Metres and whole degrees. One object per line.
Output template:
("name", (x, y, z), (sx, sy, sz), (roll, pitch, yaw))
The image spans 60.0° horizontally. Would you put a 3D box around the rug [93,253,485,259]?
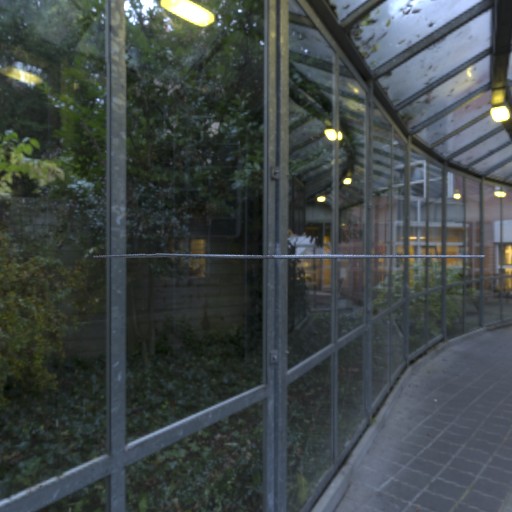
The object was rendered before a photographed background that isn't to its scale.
("rug", (0.000, 0.000, 2.301), (1.159, 0.021, 1.789), (0, 0, -35))
